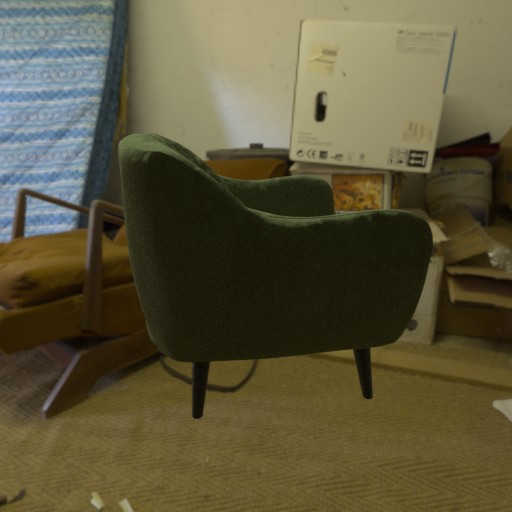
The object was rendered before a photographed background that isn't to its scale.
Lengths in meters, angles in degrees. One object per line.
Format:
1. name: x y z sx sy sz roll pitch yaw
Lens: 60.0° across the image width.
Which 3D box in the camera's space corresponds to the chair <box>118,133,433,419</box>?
1. chair: 0.000 0.000 1.500 0.819 0.804 0.840 -3 17 -10
